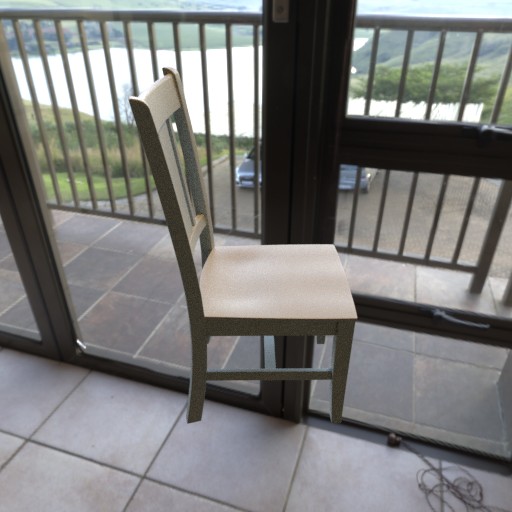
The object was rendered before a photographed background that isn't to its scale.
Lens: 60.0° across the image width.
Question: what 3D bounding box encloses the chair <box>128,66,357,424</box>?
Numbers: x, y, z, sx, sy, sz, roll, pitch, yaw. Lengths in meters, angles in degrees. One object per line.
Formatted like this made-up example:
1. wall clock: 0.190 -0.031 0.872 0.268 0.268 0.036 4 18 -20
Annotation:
1. chair: 0.000 0.000 1.328 0.555 0.998 0.450 0 31 0
